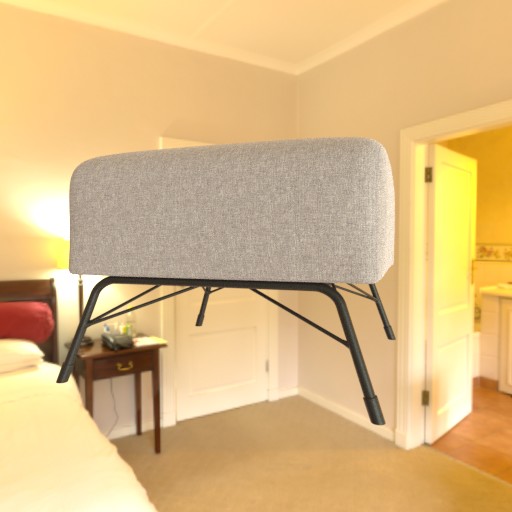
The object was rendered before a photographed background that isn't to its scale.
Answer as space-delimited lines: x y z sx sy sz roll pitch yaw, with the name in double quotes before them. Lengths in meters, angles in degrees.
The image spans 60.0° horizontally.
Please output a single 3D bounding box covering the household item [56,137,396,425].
"household item" 0.000 0.000 0.894 0.530 0.410 0.530 1 2 19
